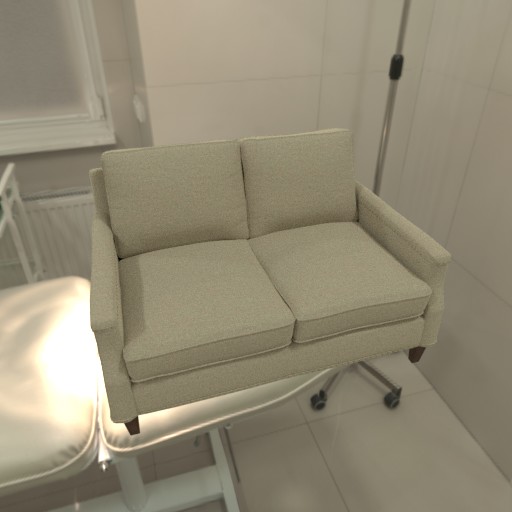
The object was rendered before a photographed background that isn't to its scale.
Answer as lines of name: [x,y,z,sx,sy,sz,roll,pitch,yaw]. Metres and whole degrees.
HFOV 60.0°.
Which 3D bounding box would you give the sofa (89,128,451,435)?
sofa: [0.000,0.000,2.266,1.597,1.003,1.084,-10,34,-14]
